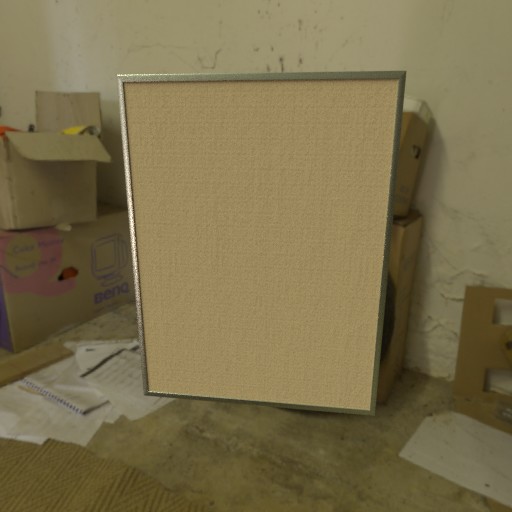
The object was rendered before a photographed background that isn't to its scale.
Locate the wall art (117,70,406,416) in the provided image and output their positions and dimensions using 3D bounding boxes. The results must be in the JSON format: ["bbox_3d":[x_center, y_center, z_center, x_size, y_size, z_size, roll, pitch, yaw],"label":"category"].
[{"bbox_3d":[0.000,0.000,1.390,0.803,1.062,0.041,2,17,8],"label":"wall art"}]
